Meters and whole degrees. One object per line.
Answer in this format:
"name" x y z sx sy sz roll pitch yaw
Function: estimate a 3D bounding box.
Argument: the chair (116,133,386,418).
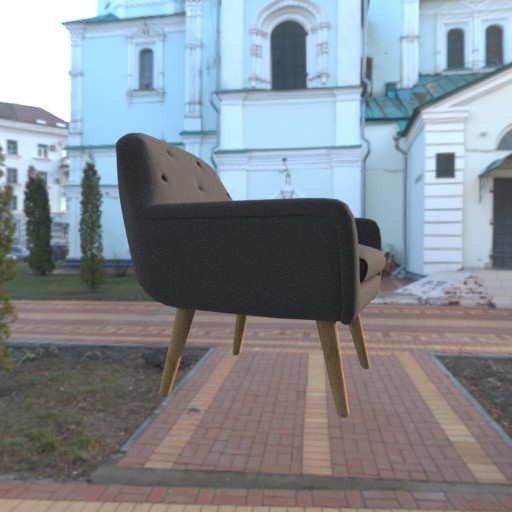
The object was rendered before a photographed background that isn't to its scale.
"chair" 0.000 0.000 1.447 0.779 0.800 0.770 0 1 20
